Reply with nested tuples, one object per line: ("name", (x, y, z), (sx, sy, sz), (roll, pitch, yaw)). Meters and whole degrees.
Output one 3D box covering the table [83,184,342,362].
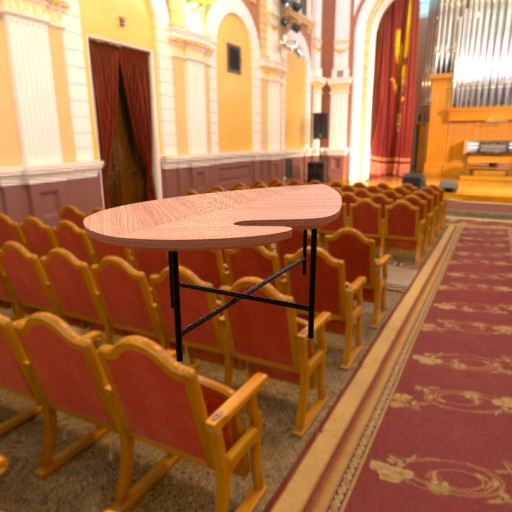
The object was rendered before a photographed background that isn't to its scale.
("table", (0.000, 0.000, 1.447), (0.598, 0.360, 1.199), (8, 17, 27))
